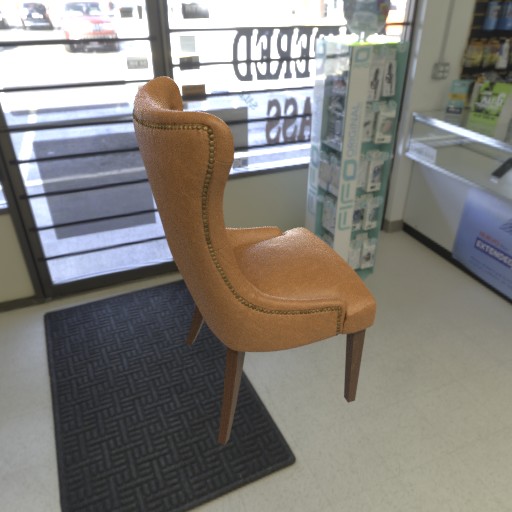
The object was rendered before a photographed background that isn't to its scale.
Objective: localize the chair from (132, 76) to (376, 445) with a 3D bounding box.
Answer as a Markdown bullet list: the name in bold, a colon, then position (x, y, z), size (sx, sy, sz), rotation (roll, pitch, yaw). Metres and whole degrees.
- **chair**: position (0.000, 0.000, 1.469), size (0.669, 1.065, 0.611), rotation (-10, 32, -17)
